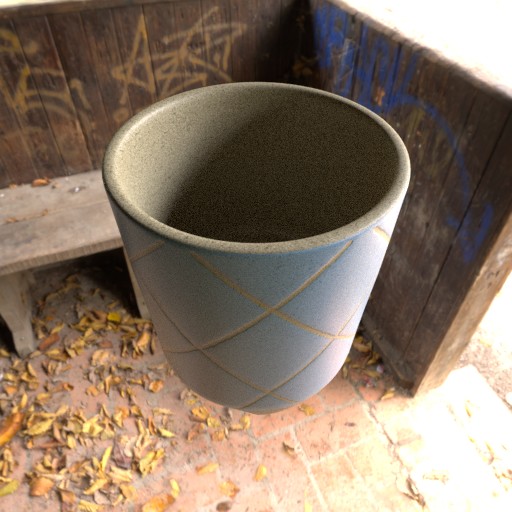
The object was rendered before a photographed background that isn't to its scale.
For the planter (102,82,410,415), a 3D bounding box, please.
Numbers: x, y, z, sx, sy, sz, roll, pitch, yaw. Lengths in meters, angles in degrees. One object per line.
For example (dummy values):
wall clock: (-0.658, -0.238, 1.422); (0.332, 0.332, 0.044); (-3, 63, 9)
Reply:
planter: (0.000, 0.000, 0.417); (0.227, 0.235, 0.227); (0, 45, 0)
